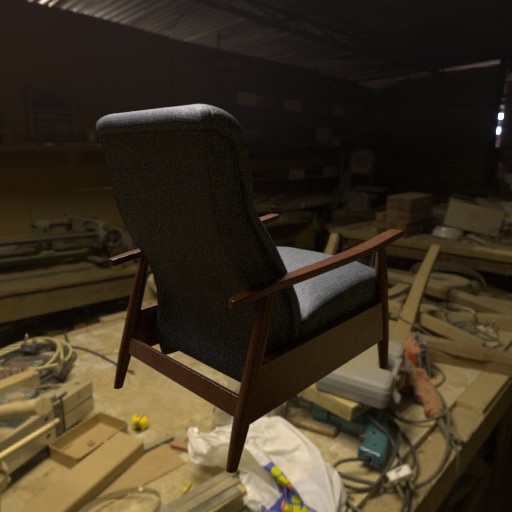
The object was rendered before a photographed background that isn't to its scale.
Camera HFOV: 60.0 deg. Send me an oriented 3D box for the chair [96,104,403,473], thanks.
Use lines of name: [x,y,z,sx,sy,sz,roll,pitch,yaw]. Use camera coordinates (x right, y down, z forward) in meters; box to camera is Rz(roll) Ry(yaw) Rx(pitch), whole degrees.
chair: [0.000,0.000,1.806,0.762,1.082,1.030,13,18,43]
